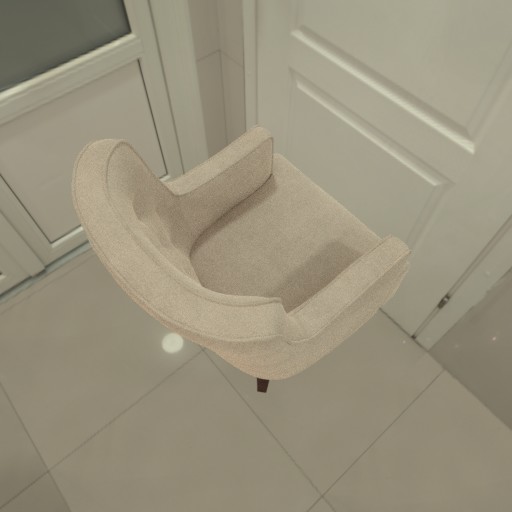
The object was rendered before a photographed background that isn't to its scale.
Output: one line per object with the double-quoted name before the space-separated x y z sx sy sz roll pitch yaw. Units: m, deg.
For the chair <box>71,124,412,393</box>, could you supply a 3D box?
"chair" 0.000 0.000 1.557 0.910 0.920 0.781 -36 65 -20
